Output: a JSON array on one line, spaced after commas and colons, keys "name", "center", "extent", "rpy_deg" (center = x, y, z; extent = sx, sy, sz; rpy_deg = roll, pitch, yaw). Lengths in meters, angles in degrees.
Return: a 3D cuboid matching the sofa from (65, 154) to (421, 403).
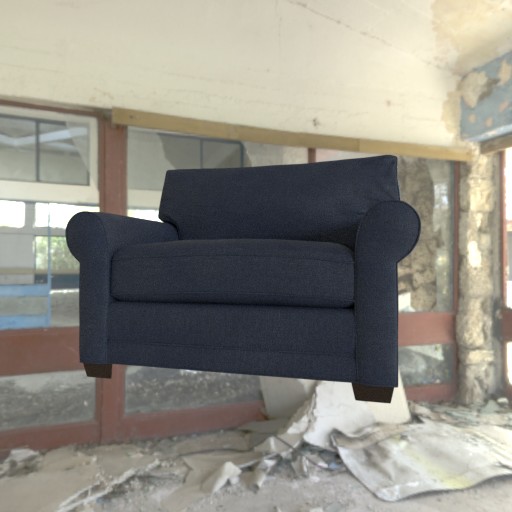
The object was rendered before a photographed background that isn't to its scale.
[{"name": "sofa", "center": [0.000, 0.000, 2.075], "extent": [1.405, 1.004, 0.938], "rpy_deg": [0, -1, 17]}]
